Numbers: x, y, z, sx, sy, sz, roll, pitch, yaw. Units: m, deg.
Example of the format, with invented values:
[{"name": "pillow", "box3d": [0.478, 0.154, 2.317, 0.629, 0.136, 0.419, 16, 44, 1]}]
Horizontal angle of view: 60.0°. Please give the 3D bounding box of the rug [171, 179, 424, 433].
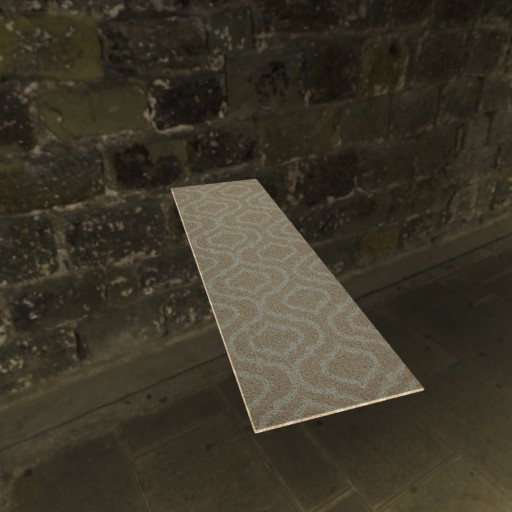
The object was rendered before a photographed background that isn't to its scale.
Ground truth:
[{"name": "rug", "box3d": [0.000, 0.000, 2.579, 0.691, 0.013, 2.289, -9, 32, -14]}]
